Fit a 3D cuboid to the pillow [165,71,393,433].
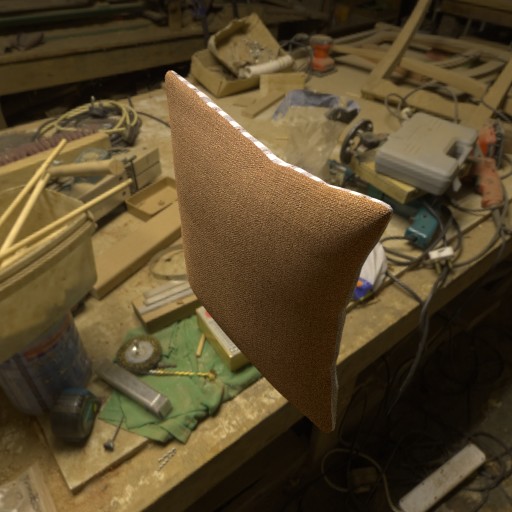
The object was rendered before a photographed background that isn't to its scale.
[{"bbox_3d":[0.000,0.000,0.674,0.147,0.437,0.432,-27,48,-27],"label":"pillow"}]
